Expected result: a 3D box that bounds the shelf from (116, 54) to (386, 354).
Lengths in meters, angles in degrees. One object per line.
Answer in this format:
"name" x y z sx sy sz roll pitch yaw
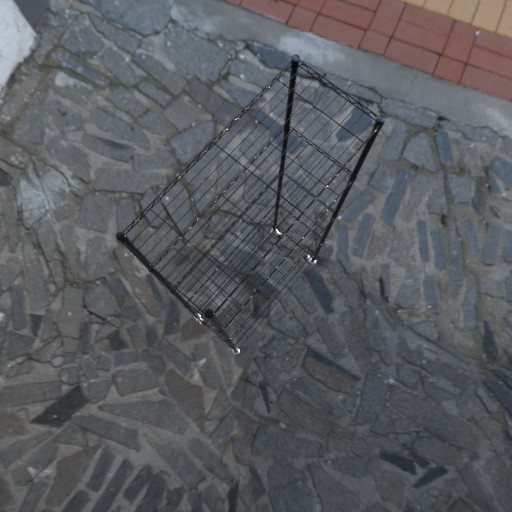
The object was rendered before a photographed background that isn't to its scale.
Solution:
"shelf" 0.000 0.000 1.991 0.356 1.645 0.762 40 78 10
